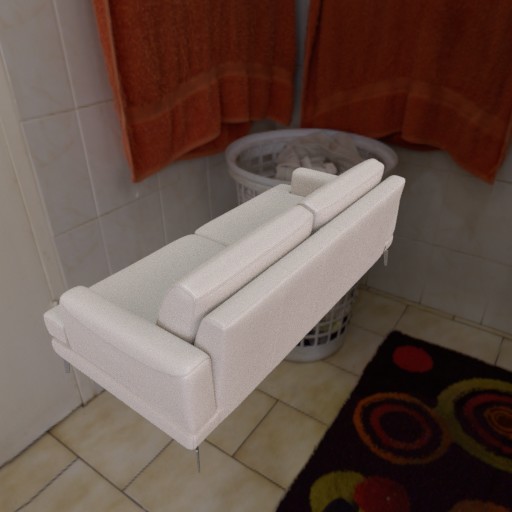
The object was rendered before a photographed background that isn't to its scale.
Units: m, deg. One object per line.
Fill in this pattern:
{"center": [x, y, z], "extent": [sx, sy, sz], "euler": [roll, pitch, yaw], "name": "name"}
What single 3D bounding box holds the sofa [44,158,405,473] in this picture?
{"center": [0.000, 0.000, 2.388], "extent": [0.974, 0.765, 1.940], "euler": [21, 37, 30], "name": "sofa"}
